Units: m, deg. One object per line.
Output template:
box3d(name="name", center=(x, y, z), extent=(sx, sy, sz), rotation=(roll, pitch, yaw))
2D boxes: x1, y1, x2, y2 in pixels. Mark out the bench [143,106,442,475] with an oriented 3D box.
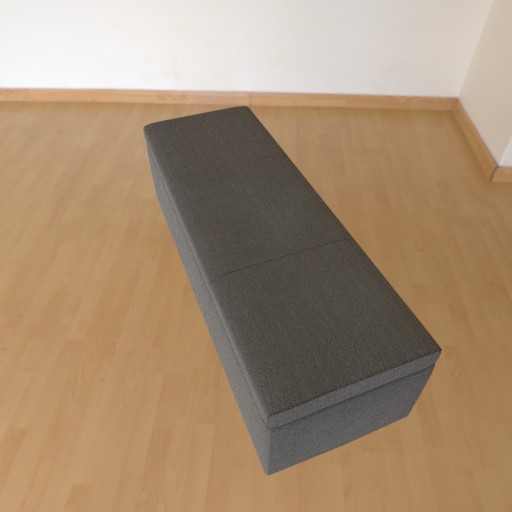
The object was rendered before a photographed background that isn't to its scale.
box3d(name="bench", center=(0.000, 0.000, 1.497), extent=(0.446, 0.438, 1.269), rotation=(-16, 48, -15))
